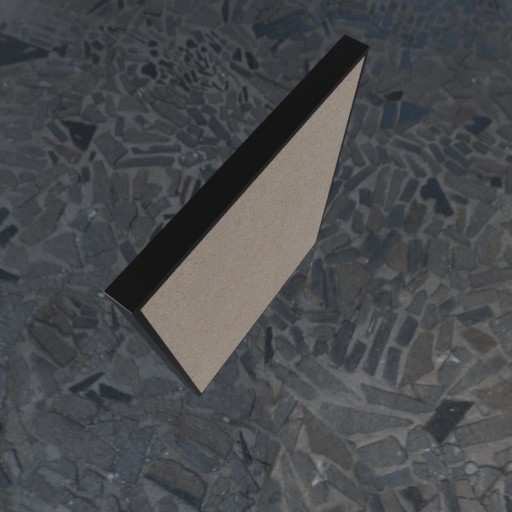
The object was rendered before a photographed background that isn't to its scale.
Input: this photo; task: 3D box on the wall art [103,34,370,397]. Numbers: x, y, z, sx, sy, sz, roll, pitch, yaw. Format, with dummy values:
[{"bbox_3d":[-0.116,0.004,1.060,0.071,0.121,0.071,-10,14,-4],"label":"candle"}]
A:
[{"bbox_3d":[0.000,0.000,0.749,0.038,0.551,0.448,33,69,15],"label":"wall art"}]
